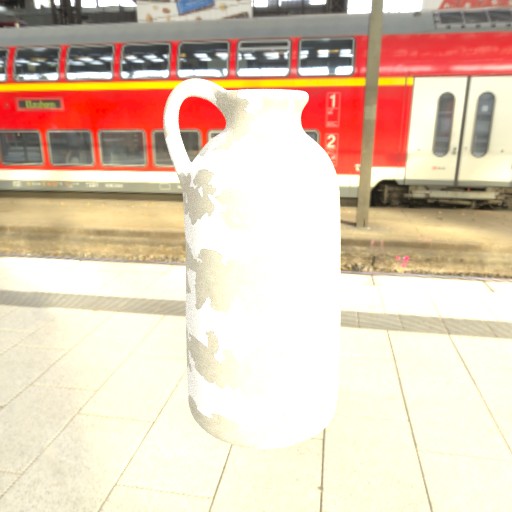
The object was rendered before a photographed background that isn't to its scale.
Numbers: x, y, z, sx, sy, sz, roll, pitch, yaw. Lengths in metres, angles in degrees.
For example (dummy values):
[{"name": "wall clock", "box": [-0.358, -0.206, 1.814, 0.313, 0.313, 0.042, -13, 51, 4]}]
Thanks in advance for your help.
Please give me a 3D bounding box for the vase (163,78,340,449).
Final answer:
[{"name": "vase", "box": [0.000, 0.000, 0.509, 0.203, 0.382, 0.186, 2, 17, 8]}]
